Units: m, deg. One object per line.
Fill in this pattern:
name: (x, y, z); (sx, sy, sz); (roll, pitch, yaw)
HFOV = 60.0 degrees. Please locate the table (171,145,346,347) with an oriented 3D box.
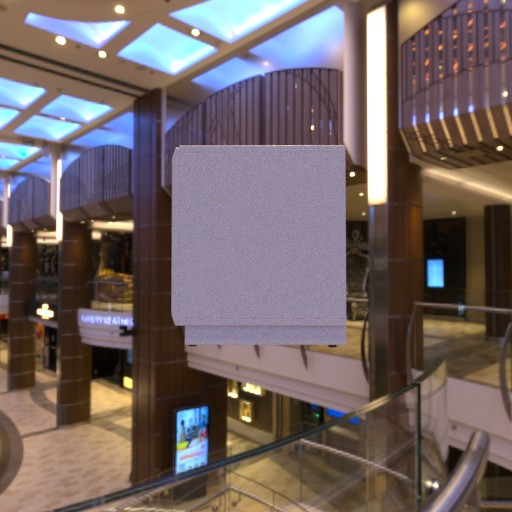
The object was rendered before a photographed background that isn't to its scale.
table: (0.000, 0.000, 1.737); (0.400, 0.440, 1.550); (0, -2, 0)
